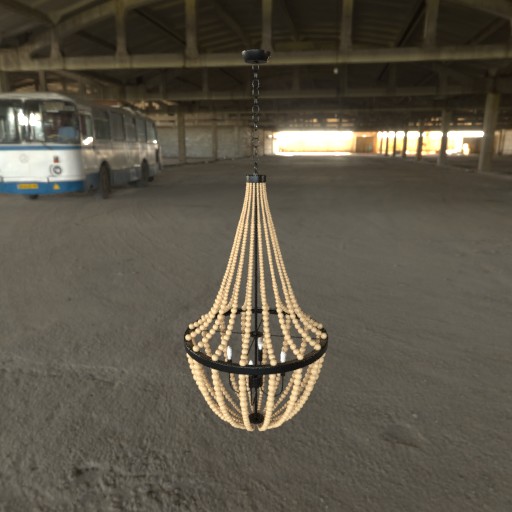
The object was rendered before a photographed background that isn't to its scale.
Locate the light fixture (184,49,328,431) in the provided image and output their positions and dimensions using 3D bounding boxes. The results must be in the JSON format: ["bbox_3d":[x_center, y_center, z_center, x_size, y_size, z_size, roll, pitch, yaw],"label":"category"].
[{"bbox_3d":[0.000,0.000,1.336,0.450,1.133,0.450,0,14,0],"label":"light fixture"}]
